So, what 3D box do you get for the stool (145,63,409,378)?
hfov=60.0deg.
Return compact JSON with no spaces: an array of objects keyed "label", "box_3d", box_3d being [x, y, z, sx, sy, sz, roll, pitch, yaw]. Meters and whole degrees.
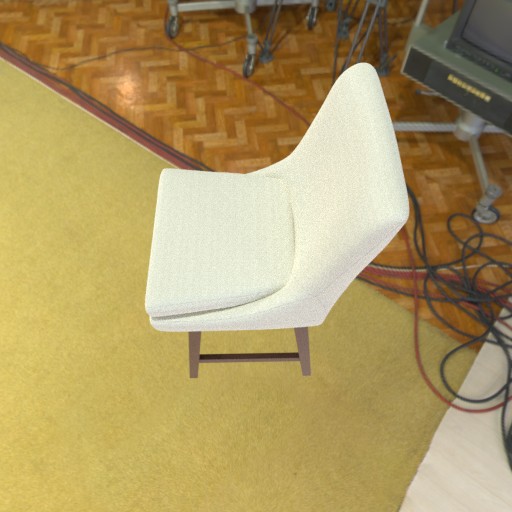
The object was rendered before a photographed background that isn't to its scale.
[{"label":"stool","box_3d":[0.000,0.000,1.297,0.559,0.991,0.483,-1,59,-1]}]
